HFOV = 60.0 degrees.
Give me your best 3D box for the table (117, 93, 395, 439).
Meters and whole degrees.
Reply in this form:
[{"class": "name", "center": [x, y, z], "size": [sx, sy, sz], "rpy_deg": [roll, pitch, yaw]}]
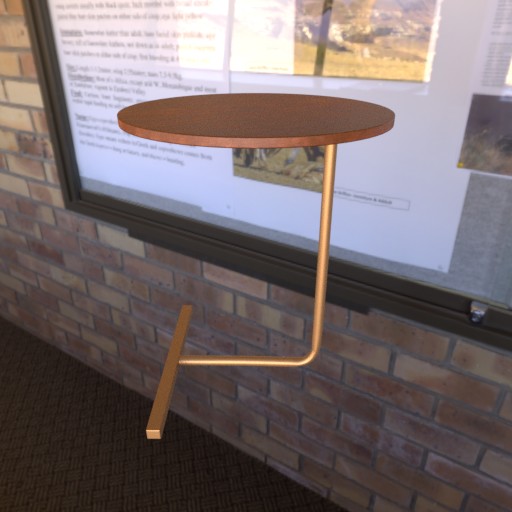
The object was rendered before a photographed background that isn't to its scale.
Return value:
[{"class": "table", "center": [0.000, 0.000, 1.112], "size": [0.577, 0.706, 0.530], "rpy_deg": [0, 27, 1]}]
